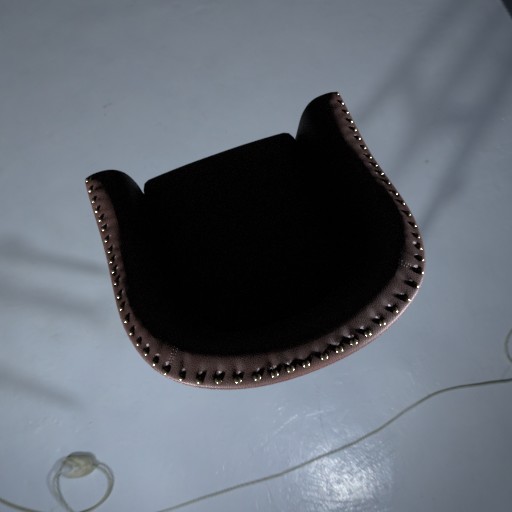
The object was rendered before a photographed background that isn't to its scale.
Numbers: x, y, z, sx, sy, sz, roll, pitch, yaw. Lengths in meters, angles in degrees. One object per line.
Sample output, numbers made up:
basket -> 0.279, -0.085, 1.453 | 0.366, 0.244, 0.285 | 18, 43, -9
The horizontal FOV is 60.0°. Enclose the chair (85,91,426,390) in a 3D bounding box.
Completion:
chair -> 0.000, 0.000, 1.417 | 0.794, 0.823, 0.748 | -20, 77, -5
